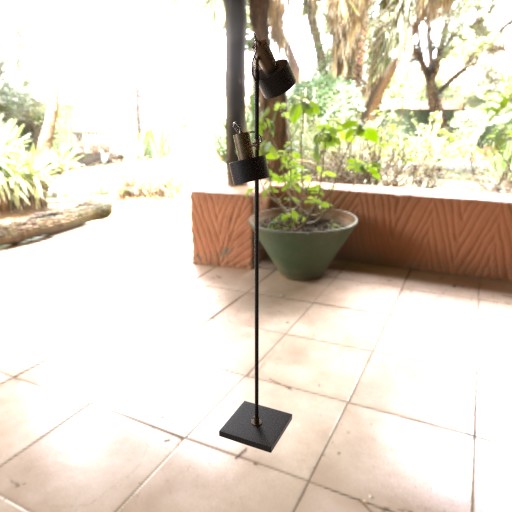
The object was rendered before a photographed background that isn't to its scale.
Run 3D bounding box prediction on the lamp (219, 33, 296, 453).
[{"bbox_3d":[0.000,0.000,1.652,0.233,1.505,0.315,7,18,24],"label":"lamp"}]
